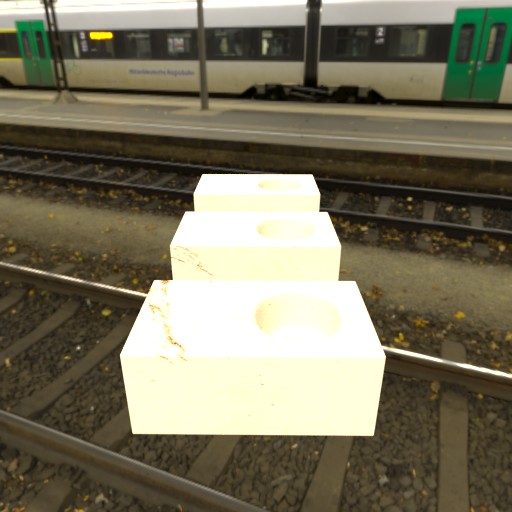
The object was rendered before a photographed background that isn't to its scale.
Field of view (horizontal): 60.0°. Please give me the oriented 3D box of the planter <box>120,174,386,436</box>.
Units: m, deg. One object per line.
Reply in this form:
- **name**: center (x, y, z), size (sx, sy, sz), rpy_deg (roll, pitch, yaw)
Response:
- **planter**: center (0.000, 0.000, 0.372), size (0.127, 0.051, 0.333), rpy_deg (0, 25, 1)
